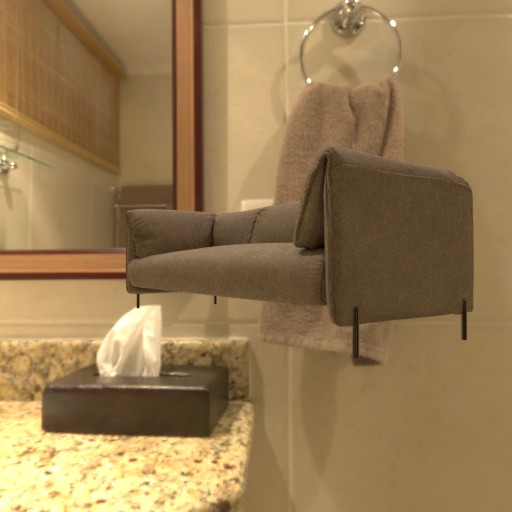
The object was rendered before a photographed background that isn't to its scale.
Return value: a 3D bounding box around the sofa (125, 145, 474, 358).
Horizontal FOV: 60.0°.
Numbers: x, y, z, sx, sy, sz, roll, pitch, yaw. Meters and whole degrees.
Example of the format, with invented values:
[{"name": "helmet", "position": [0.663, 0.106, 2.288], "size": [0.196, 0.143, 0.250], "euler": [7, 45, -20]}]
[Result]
[{"name": "sofa", "position": [0.000, 0.000, 2.638], "size": [0.899, 0.758, 2.238], "euler": [1, -2, -34]}]
